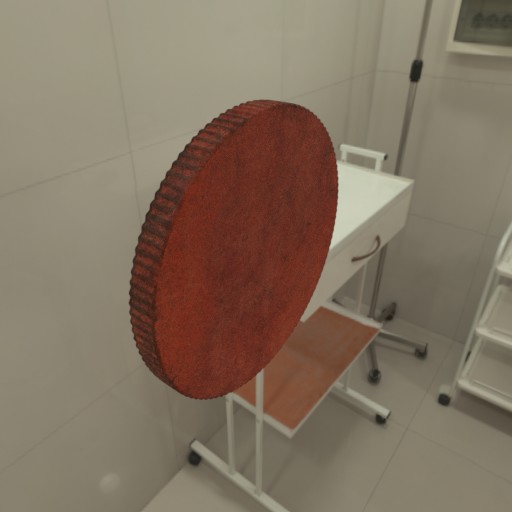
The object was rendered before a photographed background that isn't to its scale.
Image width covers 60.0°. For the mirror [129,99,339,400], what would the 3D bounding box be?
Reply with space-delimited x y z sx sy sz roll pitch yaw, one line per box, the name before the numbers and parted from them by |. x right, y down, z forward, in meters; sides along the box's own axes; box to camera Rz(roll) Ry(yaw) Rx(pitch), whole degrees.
mirror | 0.000 0.000 0.914 0.056 0.609 0.609 22 38 30
